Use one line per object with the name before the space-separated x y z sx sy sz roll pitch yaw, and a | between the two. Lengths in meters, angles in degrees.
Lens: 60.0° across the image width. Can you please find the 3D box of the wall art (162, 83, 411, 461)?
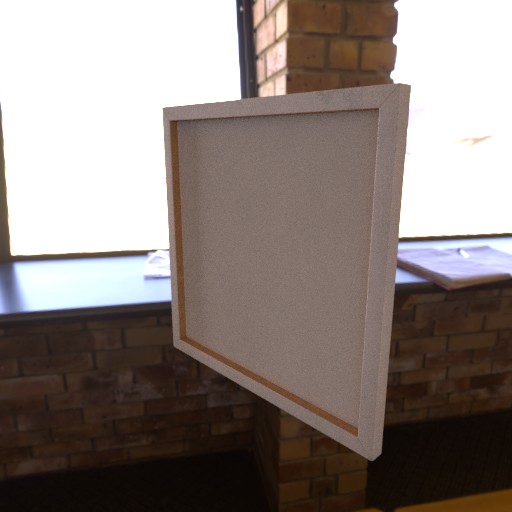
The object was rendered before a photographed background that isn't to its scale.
wall art | 0.000 0.000 1.134 0.038 0.762 0.762 -13 20 -42
